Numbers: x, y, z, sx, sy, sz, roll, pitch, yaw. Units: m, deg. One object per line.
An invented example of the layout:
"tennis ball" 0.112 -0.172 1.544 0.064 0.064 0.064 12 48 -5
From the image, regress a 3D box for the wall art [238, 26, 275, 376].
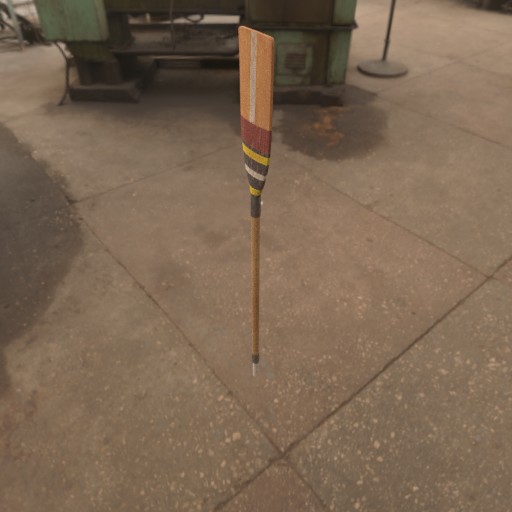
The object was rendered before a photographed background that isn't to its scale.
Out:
"wall art" 0.000 0.000 1.668 0.038 1.556 0.146 -26 47 -27
